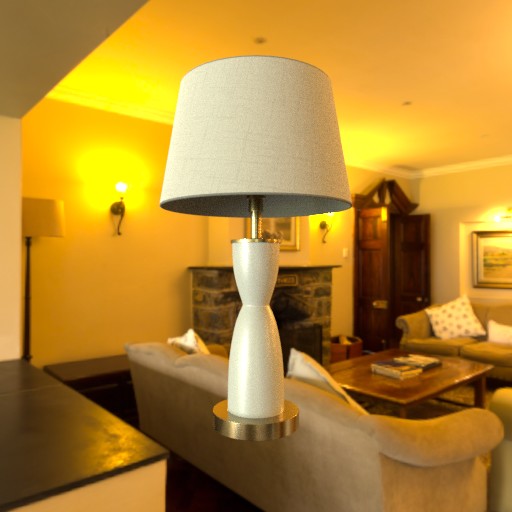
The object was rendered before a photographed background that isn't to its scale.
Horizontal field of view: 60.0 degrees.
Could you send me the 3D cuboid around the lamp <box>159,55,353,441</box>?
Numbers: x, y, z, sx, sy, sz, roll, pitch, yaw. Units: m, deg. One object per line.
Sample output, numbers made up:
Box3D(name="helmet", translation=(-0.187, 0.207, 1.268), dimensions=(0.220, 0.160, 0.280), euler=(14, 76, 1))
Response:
Box3D(name="lamp", translation=(0.000, 0.000, 0.723), dimensions=(0.309, 0.545, 0.309), euler=(0, -1, 0))
